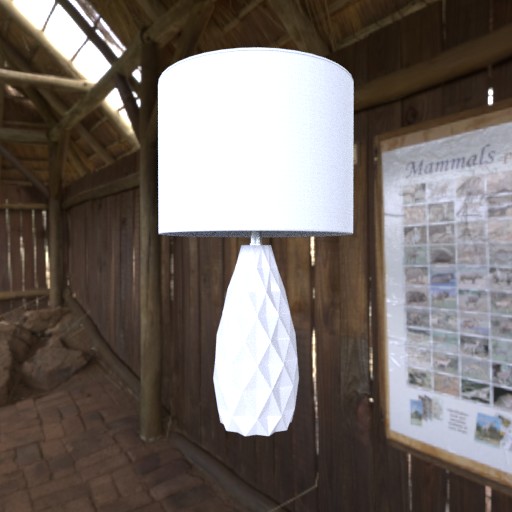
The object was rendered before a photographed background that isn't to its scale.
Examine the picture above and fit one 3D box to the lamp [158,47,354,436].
[{"bbox_3d":[0.000,0.000,0.693,0.297,0.522,0.297,0,1,0],"label":"lamp"}]
